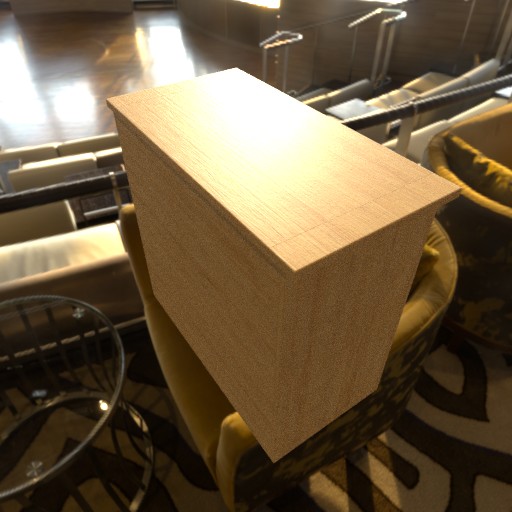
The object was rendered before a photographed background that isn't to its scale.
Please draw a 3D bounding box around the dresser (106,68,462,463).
[{"bbox_3d":[0.000,0.000,1.252,0.410,0.730,0.800,-25,47,-25],"label":"dresser"}]
